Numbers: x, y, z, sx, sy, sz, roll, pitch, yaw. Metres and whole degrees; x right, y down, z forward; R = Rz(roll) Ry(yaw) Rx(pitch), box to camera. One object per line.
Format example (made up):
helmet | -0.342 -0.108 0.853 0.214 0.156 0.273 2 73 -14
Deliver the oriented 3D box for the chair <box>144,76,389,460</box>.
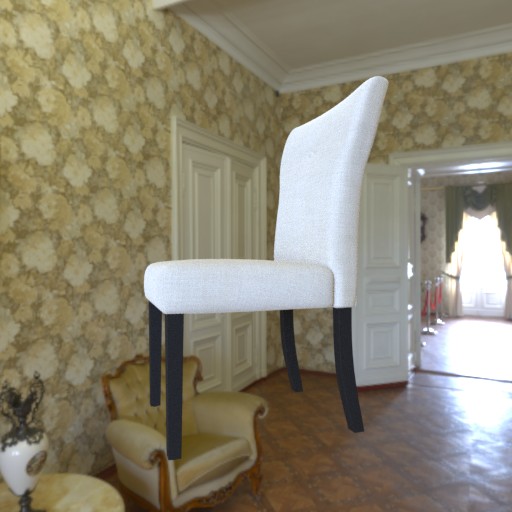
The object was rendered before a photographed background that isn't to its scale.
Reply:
chair | 0.000 0.000 1.273 0.597 0.921 0.509 0 -1 -19
